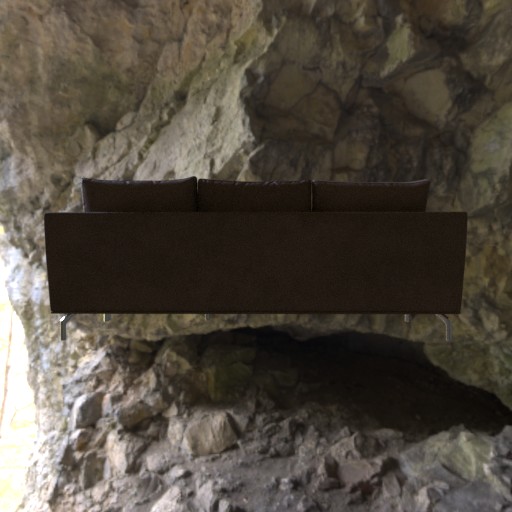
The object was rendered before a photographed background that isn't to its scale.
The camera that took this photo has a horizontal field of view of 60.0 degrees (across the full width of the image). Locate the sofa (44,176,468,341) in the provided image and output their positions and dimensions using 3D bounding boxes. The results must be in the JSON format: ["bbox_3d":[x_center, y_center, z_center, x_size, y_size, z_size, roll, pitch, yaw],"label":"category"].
[{"bbox_3d":[0.000,0.000,3.337,2.438,0.987,1.622,0,0,1],"label":"sofa"}]
